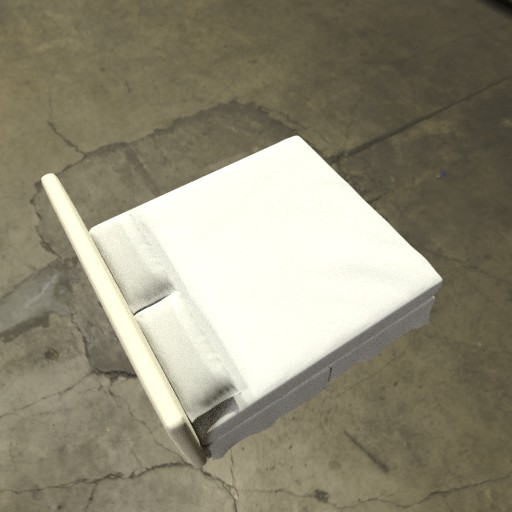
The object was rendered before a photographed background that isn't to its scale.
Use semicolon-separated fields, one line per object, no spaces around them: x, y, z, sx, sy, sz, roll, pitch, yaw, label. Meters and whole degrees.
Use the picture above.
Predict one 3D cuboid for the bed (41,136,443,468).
0.000;0.000;3.513;2.341;1.317;2.119;-28;61;-17;bed
